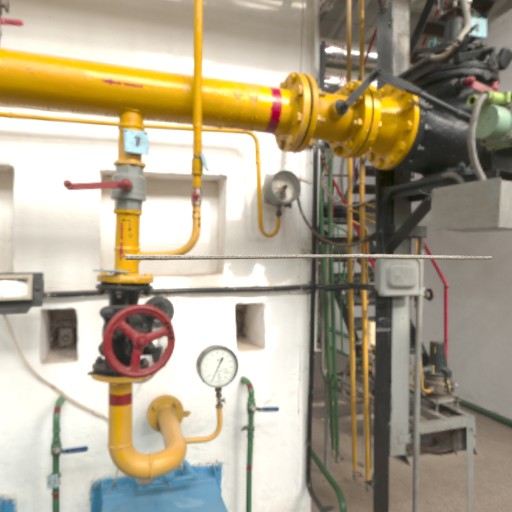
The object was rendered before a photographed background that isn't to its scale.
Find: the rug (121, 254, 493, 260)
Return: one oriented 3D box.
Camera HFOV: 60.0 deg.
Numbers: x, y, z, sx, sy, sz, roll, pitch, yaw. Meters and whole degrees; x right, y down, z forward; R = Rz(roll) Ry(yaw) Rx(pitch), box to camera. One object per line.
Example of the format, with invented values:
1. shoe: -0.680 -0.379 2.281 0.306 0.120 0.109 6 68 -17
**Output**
1. rug: 0.000 0.000 4.758 2.757 0.051 3.626 0 0 -17
